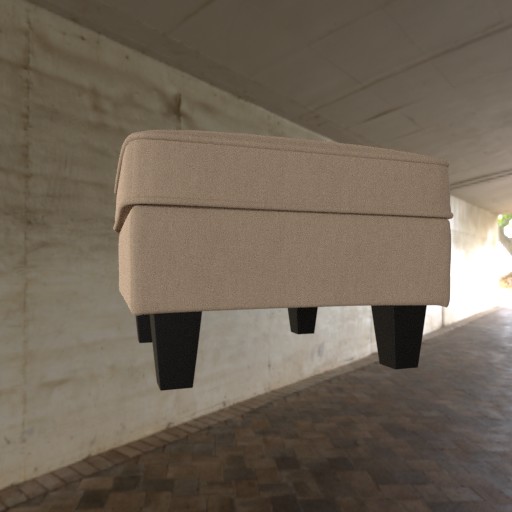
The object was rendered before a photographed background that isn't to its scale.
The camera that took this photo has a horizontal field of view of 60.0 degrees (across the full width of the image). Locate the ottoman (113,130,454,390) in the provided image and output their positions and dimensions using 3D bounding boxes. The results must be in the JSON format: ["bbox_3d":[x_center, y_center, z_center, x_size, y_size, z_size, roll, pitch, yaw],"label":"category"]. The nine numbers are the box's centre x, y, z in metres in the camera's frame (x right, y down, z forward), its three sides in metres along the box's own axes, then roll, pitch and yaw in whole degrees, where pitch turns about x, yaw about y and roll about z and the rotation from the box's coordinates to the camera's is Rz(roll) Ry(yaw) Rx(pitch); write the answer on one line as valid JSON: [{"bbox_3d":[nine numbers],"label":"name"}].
[{"bbox_3d":[0.000,0.000,1.018,0.616,0.438,0.613,0,-1,-19],"label":"ottoman"}]
